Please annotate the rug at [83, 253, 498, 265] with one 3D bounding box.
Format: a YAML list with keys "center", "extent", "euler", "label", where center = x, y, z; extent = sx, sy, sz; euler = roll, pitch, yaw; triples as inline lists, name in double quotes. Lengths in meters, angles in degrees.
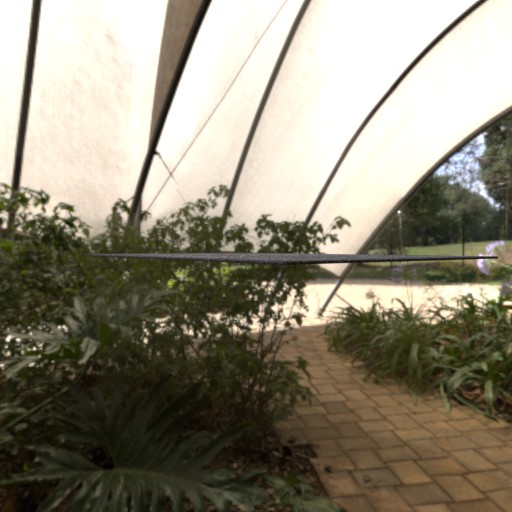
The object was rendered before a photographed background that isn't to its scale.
- center: [0.000, 0.000, 2.145]
  extent: [1.139, 0.010, 1.754]
  euler: [-1, 1, -37]
  label: "rug"
